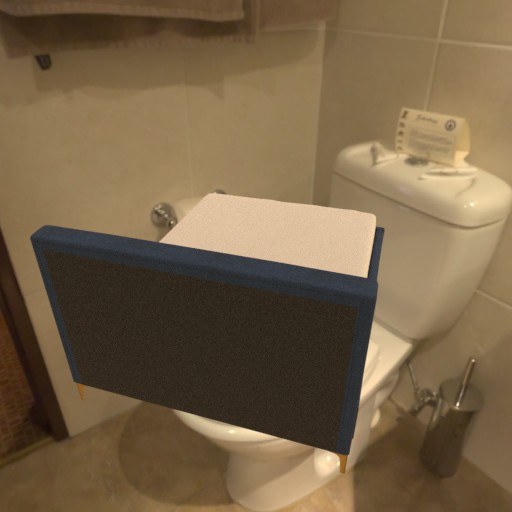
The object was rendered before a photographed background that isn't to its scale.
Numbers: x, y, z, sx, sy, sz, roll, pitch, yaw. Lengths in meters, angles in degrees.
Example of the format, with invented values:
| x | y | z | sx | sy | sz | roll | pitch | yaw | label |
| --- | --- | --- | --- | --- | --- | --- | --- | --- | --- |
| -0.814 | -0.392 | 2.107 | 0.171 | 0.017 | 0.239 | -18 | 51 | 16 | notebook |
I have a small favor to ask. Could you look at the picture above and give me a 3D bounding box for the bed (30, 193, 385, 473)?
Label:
| x | y | z | sx | sy | sz | roll | pitch | yaw | label |
| --- | --- | --- | --- | --- | --- | --- | --- | --- | --- |
| 0.000 | 0.000 | 3.179 | 1.723 | 1.231 | 2.172 | 9 | 33 | 15 | bed |
